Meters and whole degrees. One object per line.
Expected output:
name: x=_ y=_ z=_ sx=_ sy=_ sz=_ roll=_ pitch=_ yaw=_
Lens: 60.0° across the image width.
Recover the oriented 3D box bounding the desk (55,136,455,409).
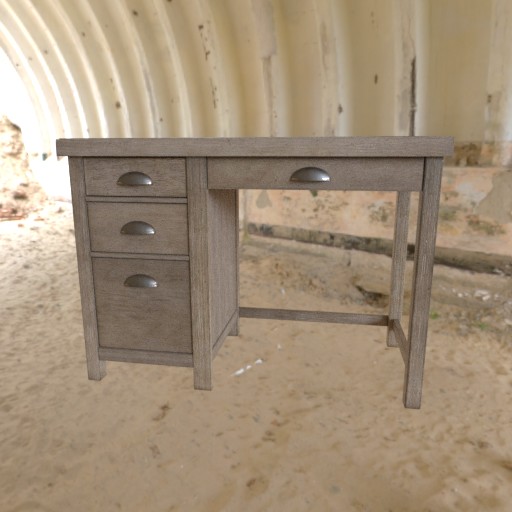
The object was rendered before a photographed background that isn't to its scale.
desk: x=0.000 y=0.000 z=1.801 sx=1.289 sy=0.912 sz=0.610 roll=2 pitch=13 yaw=9
